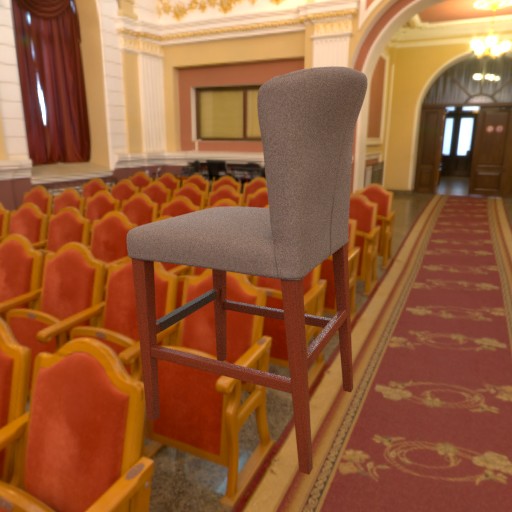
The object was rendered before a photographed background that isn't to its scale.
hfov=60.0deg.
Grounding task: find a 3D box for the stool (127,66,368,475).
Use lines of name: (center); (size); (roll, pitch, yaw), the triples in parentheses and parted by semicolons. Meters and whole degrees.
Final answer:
stool: (0.000, 0.000, 1.283); (0.568, 0.968, 0.481); (7, 16, 25)
